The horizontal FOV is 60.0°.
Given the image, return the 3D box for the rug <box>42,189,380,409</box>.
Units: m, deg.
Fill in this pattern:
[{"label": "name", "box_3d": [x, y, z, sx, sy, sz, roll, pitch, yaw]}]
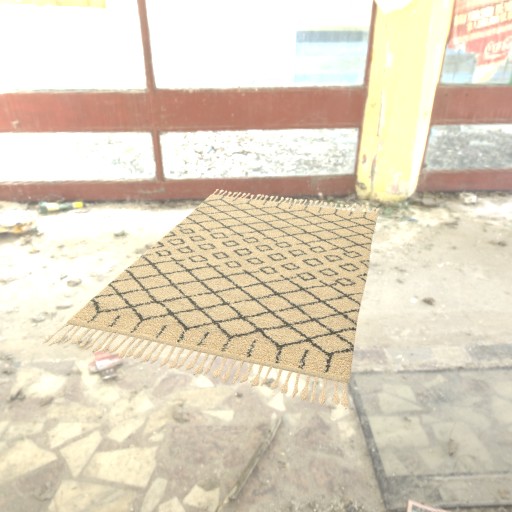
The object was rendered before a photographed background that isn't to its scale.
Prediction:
[{"label": "rug", "box_3d": [0.000, 0.000, 3.308, 1.664, 0.029, 2.615, 8, 29, 15]}]
